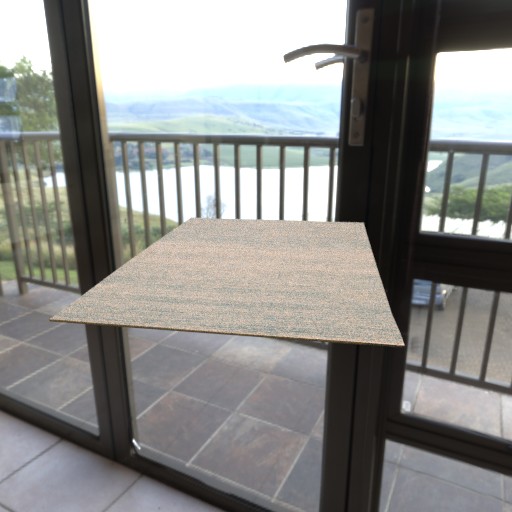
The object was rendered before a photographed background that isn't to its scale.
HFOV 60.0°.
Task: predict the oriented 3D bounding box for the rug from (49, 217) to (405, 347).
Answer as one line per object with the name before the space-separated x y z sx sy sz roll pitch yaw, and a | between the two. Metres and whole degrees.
rug | 0.000 0.000 3.037 1.613 0.030 2.306 3 17 9
